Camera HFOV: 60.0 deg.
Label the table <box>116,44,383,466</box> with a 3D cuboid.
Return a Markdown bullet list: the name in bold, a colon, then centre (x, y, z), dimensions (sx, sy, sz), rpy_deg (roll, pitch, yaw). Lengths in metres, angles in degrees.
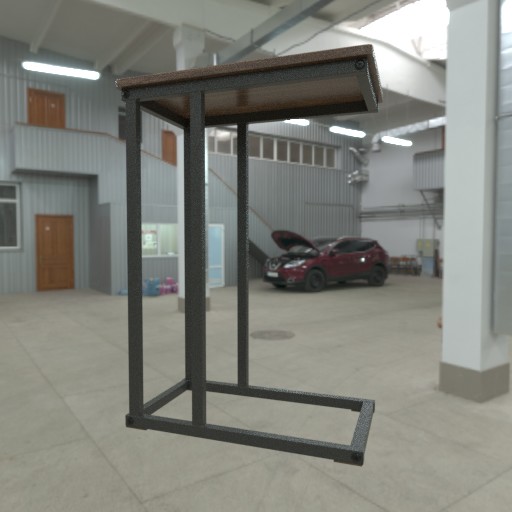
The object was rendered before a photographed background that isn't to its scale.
- **table**: centre (0.000, 0.000, 0.853), dimensions (0.450, 0.637, 0.254), rpy_deg (1, 3, 19)
